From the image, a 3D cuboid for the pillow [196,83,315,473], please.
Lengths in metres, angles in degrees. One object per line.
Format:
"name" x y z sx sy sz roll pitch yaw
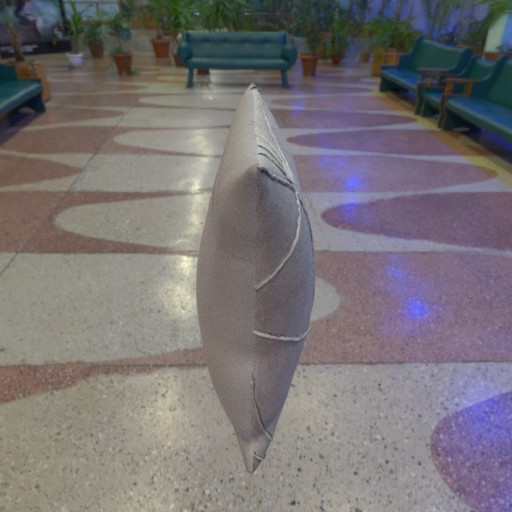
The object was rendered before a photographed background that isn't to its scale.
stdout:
"pillow" 0.000 0.000 0.683 0.185 0.440 0.439 0 32 -1
